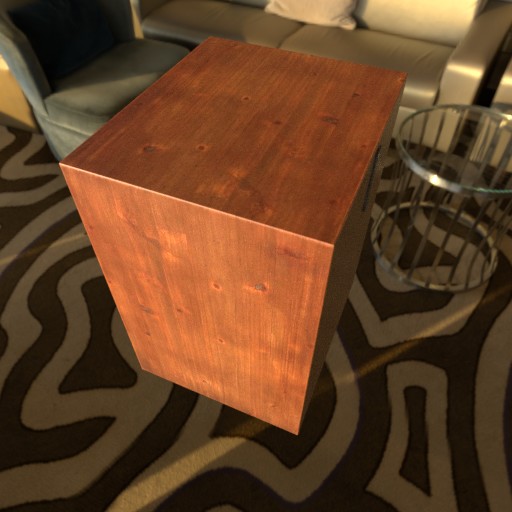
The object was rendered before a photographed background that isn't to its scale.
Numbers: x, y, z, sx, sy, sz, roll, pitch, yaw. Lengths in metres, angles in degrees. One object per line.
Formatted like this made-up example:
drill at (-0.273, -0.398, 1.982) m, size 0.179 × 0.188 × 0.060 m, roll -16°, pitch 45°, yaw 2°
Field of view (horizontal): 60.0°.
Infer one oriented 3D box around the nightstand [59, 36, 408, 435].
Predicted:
nightstand at (0.000, 0.000, 0.972) m, size 0.410 × 0.695 × 0.465 m, roll 18°, pitch 51°, yaw 15°
